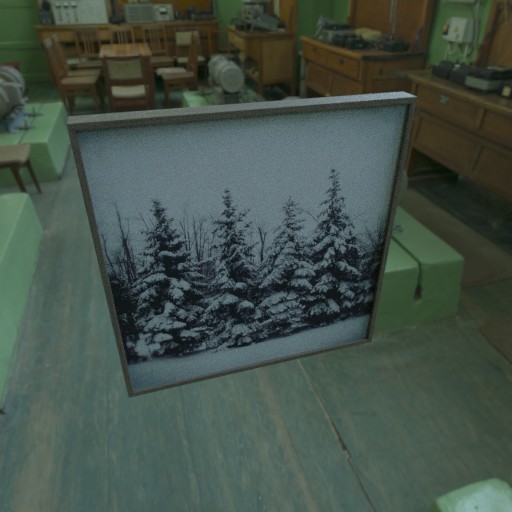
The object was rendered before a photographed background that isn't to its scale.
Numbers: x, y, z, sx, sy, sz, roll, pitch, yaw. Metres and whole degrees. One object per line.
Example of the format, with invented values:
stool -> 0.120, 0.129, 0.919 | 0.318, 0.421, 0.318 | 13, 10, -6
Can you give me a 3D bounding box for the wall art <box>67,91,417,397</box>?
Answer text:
wall art -> 0.000, 0.000, 0.768 | 0.507, 0.507, 0.037 | -9, 33, -14
